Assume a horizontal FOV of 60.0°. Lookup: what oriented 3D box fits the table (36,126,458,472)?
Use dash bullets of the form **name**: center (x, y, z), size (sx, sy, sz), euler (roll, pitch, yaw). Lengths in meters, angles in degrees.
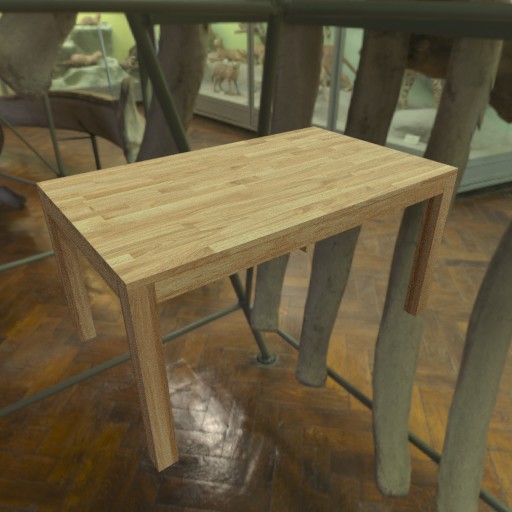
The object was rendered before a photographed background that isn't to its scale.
- **table**: center (0.000, 0.000, 2.021), size (1.500, 0.770, 0.900), euler (-21, 36, -31)
